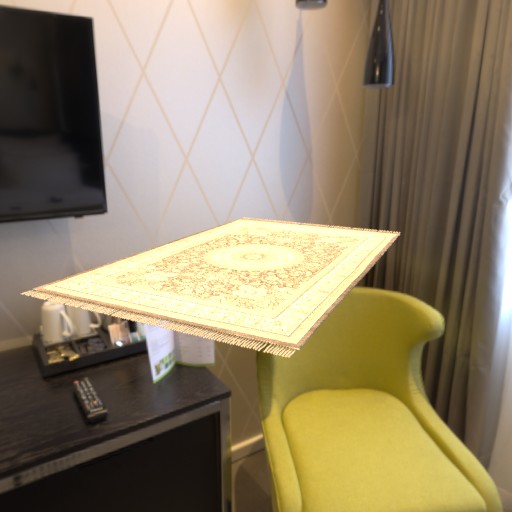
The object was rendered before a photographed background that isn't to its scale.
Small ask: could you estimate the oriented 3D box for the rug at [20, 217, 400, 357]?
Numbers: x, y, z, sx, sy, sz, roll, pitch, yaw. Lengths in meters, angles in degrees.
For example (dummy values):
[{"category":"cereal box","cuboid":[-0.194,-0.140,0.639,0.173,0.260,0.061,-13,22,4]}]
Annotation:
[{"category":"rug","cuboid":[0.000,0.000,4.233,2.143,0.015,3.422,8,17,26]}]
